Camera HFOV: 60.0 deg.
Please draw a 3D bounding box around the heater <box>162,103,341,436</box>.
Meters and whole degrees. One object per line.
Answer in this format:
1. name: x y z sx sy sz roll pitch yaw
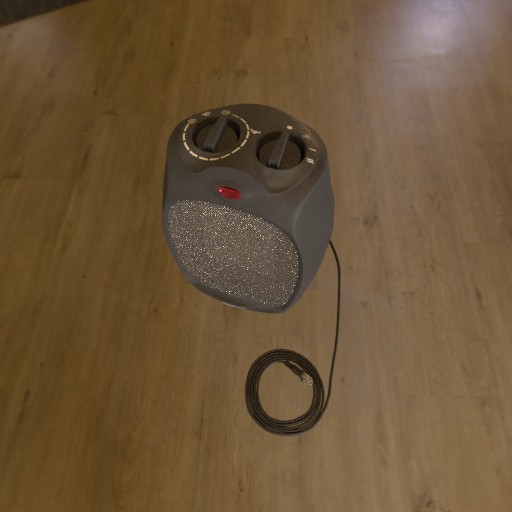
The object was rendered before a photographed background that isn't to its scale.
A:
1. heater: 0.000 0.000 0.474 0.239 0.240 0.291 16 60 10
